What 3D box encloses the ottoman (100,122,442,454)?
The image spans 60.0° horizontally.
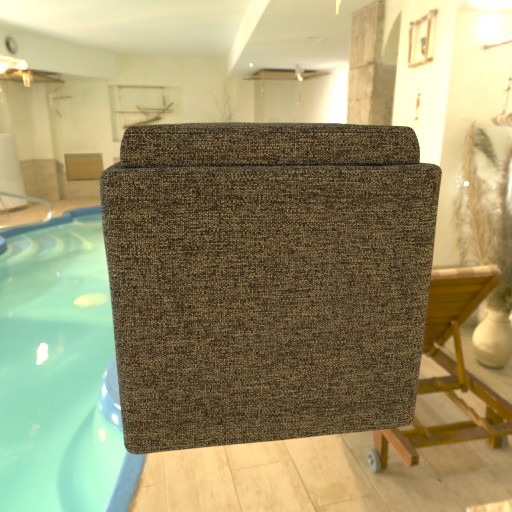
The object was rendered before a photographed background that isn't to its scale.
[{"bbox_3d":[0.000,0.000,0.805,0.450,0.463,0.450,-2,16,-8],"label":"ottoman"}]
